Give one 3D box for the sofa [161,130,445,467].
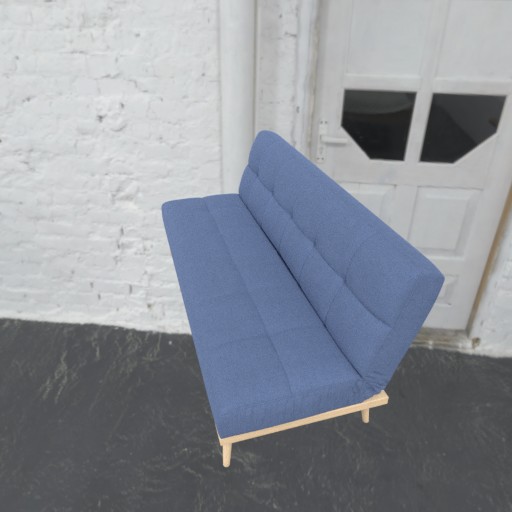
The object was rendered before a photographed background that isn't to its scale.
[{"bbox_3d":[0.000,0.000,2.265,0.796,0.800,1.800,-9,32,-14],"label":"sofa"}]
